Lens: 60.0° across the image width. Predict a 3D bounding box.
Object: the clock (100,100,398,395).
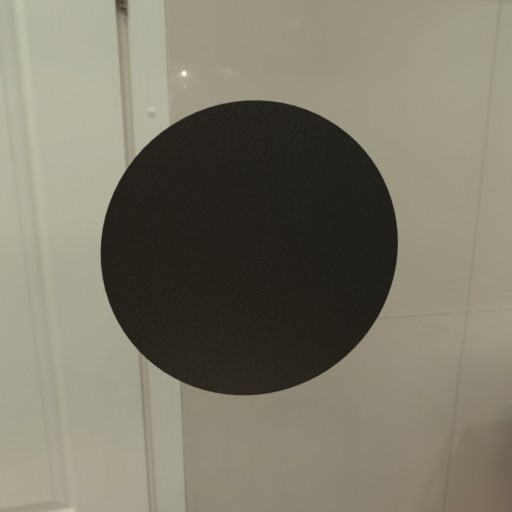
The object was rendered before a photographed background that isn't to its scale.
[{"bbox_3d":[0.000,0.000,0.686,0.454,0.454,0.038,-2,13,-10],"label":"clock"}]
